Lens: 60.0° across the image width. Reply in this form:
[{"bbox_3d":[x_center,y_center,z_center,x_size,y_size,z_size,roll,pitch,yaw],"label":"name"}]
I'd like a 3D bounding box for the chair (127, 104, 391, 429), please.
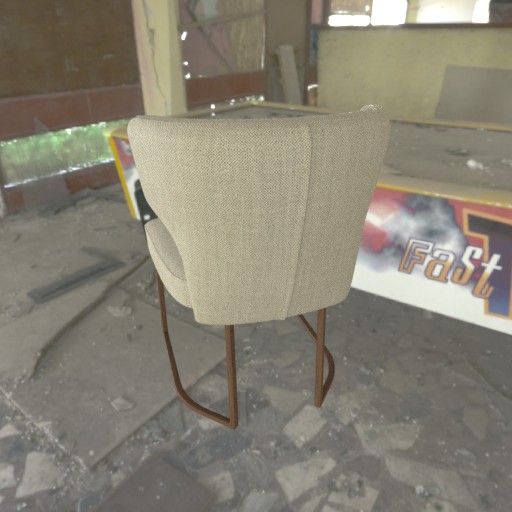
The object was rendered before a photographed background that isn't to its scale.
[{"bbox_3d":[0.000,0.000,1.235,0.611,0.824,0.617,-8,28,-16],"label":"chair"}]
